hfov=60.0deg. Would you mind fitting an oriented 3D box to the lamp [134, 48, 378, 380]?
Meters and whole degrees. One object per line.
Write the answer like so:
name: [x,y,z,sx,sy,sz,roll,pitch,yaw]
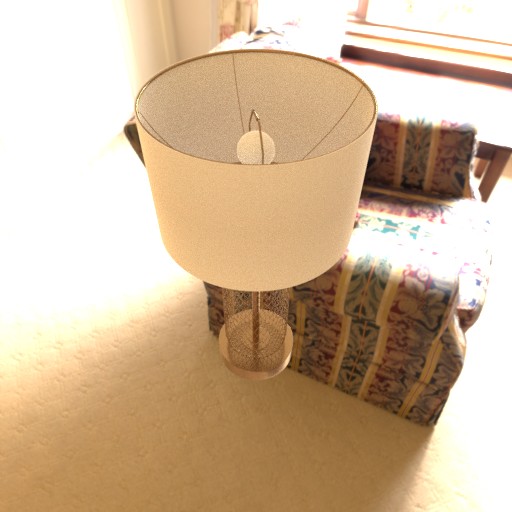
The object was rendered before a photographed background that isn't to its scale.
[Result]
lamp: [0.000,0.000,0.638,0.252,0.483,0.252,-10,47,-9]
